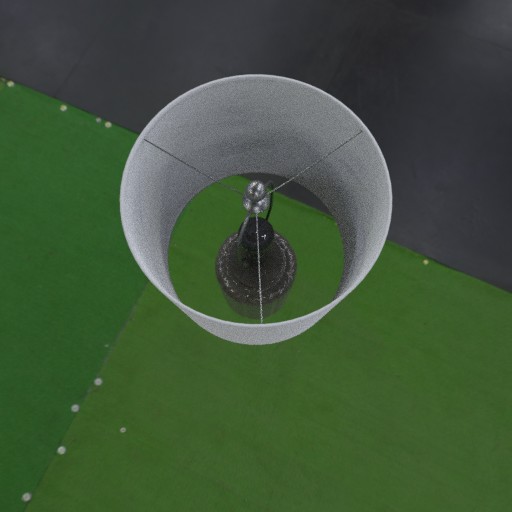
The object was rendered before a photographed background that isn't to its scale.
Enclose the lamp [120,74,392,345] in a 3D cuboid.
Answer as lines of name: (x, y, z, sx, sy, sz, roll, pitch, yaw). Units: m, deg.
lamp: (0.000, 0.000, 0.512, 0.203, 0.389, 0.203, 27, 77, 7)
